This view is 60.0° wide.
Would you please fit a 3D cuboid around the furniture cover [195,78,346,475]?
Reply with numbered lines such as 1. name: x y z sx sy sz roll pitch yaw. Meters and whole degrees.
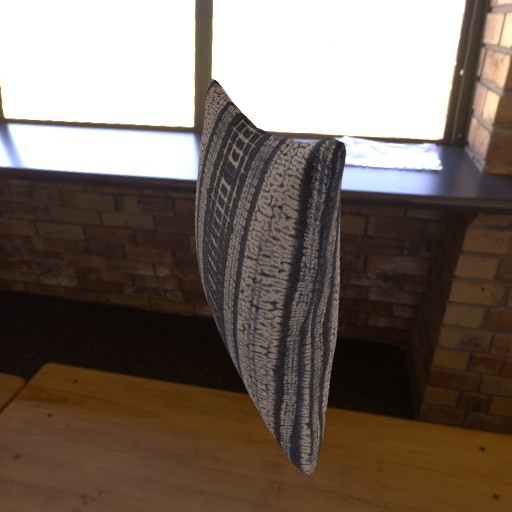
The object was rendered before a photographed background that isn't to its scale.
1. furniture cover: 0.000 0.000 0.644 0.133 0.435 0.425 -10 30 -17
